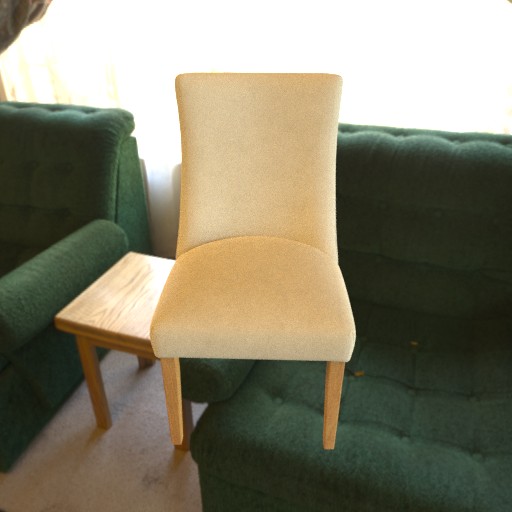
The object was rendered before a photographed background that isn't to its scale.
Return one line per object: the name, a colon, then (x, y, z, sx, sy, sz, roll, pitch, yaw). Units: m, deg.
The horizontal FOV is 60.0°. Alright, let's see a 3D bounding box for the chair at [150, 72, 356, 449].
chair: (0.000, 0.000, 1.257, 0.495, 0.902, 0.610, 1, 30, 2)
